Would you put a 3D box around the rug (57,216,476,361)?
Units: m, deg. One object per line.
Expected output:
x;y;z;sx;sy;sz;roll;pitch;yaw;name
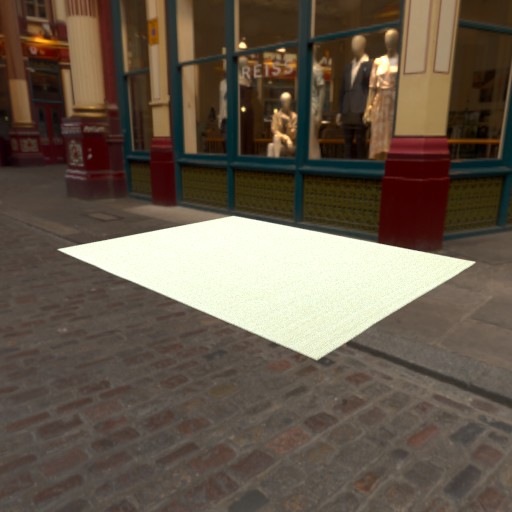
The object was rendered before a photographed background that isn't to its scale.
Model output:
0.000;0.000;4.231;3.204;0.016;2.452;15;22;42;rug
